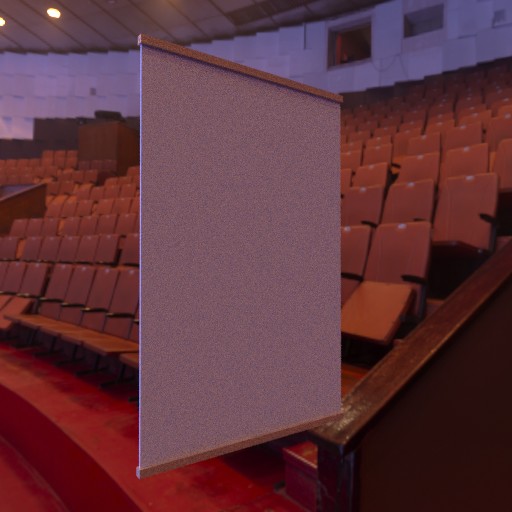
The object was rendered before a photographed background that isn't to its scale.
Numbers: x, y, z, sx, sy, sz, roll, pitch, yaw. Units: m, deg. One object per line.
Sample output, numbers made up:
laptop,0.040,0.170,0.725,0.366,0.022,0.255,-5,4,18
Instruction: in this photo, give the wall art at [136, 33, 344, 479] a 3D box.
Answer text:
wall art,0.000,0.000,1.811,0.990,1.519,0.030,0,-1,-36
